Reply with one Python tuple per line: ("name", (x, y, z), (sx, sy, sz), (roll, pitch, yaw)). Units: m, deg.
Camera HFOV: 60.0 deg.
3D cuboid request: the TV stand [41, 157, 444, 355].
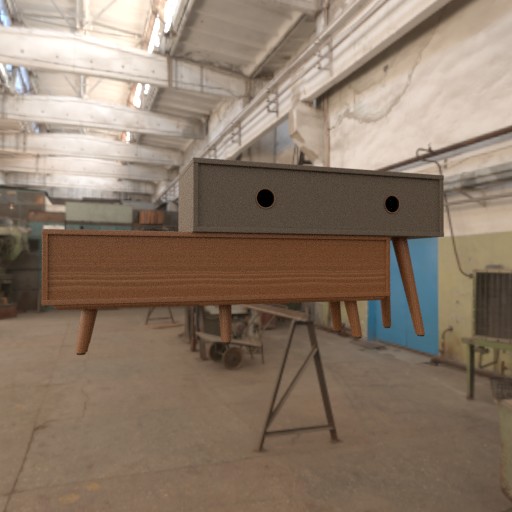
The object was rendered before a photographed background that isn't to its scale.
("TV stand", (0.000, 0.000, 1.568), (1.336, 0.591, 0.329), (0, -1, -18))
